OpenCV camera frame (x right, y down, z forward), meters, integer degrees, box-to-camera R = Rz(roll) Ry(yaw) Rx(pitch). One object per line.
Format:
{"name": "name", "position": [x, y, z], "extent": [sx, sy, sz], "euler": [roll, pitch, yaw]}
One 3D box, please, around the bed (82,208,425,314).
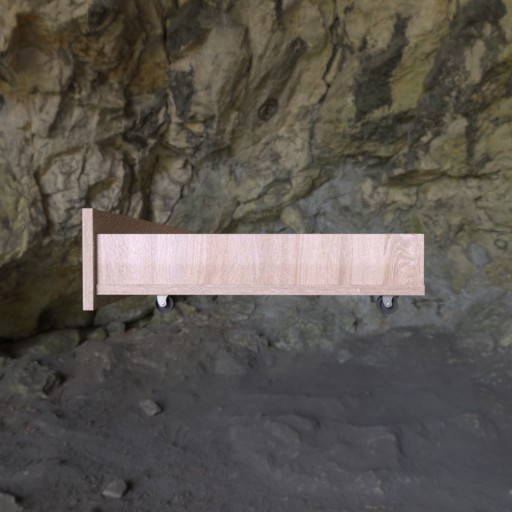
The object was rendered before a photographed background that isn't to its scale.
{"name": "bed", "position": [0.000, 0.000, 1.465], "extent": [0.685, 0.209, 1.200], "euler": [0, 1, 1]}
